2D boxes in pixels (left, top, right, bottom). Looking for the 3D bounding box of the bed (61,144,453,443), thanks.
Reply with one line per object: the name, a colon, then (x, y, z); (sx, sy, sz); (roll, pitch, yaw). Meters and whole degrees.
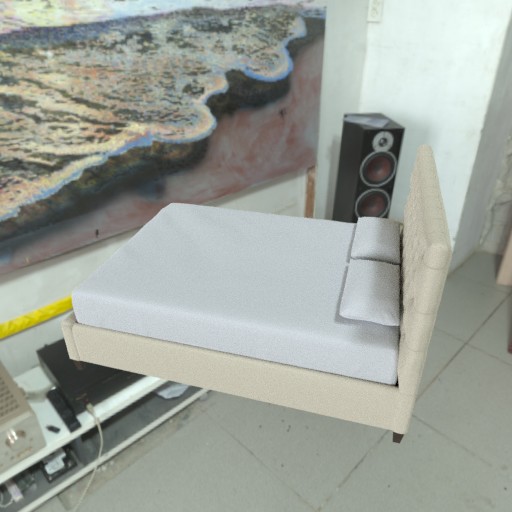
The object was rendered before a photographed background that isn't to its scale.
bed: (0.000, 0.000, 3.362); (2.387, 1.427, 1.698); (8, 31, 14)
